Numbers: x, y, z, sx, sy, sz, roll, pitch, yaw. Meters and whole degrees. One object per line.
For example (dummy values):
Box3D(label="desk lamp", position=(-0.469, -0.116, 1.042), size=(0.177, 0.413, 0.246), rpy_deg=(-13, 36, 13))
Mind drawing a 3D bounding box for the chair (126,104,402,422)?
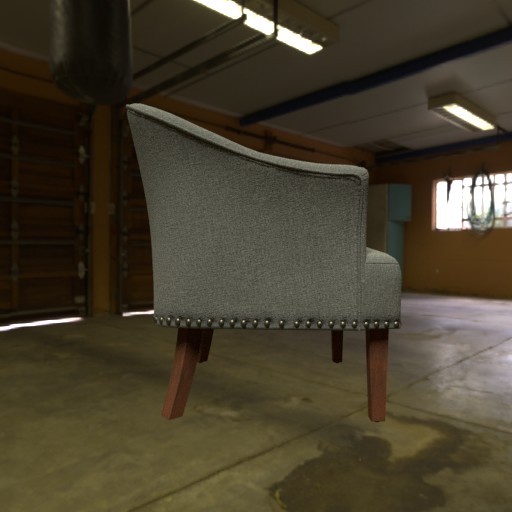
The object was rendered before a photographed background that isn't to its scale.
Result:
Box3D(label="chair", position=(0.000, 0.000, 1.394), size=(0.704, 0.815, 0.798), rpy_deg=(0, 1, 1))
